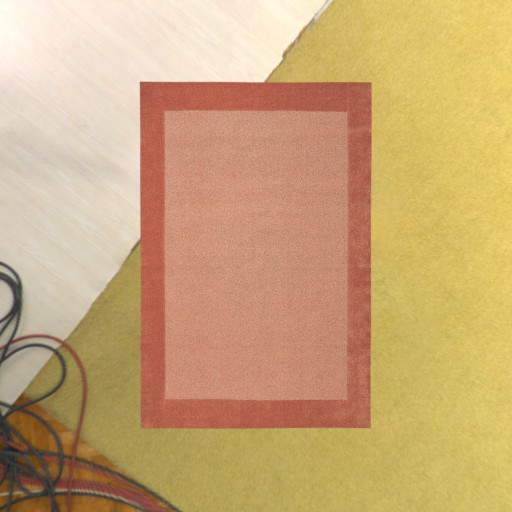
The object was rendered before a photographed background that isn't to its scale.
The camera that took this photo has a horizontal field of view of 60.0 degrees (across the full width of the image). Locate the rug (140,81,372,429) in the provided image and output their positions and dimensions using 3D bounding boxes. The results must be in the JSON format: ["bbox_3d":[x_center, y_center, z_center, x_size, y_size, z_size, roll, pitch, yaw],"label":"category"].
[{"bbox_3d":[0.000,0.000,2.340,1.219,0.014,1.829,0,91,0],"label":"rug"}]
